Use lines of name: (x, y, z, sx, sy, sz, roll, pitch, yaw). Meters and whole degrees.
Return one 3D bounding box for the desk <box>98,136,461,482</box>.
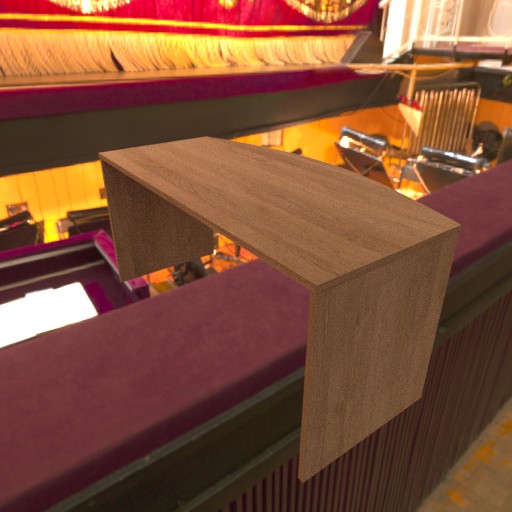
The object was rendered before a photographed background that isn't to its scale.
desk: (0.000, 0.000, 2.051, 0.802, 0.752, 1.600, -19, 33, -32)
